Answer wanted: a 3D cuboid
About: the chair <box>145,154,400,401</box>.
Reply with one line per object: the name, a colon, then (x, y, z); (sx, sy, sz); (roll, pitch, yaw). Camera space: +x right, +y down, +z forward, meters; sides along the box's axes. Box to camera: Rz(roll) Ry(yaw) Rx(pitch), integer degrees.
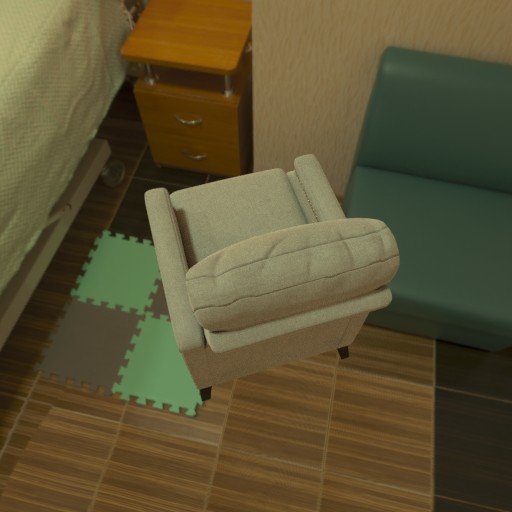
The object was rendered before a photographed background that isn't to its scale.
chair: (0.000, 0.000, 1.684); (0.710, 1.049, 0.922); (-14, 60, -9)
